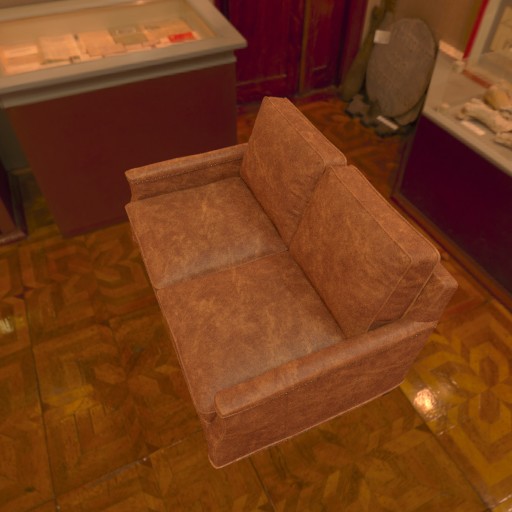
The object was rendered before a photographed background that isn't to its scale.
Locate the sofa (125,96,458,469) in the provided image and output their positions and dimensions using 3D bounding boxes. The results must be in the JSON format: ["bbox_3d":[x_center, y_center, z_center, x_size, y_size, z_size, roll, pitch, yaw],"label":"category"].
[{"bbox_3d":[0.000,0.000,2.286,1.084,1.003,1.597,-18,50,-16],"label":"sofa"}]
